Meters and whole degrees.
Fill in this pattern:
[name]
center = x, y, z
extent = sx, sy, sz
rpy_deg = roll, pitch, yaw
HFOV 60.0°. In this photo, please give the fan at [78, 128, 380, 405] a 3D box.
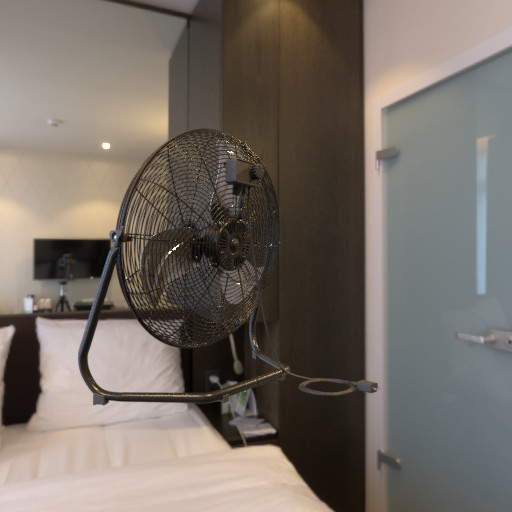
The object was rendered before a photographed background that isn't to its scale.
[fan]
center = 0.000, 0.000, 1.005
extent = 0.470, 0.605, 0.595
rpy_deg = -1, -1, 36
